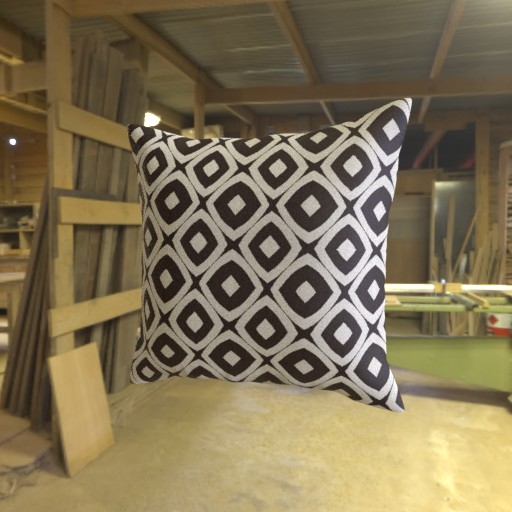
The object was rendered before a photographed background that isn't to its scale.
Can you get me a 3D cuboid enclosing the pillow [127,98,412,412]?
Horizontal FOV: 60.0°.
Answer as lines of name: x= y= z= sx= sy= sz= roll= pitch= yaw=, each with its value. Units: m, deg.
pillow: x=0.000 y=0.000 z=0.769 sx=0.504 sy=0.494 sz=0.188 roll=1 pitch=2 yaw=17
